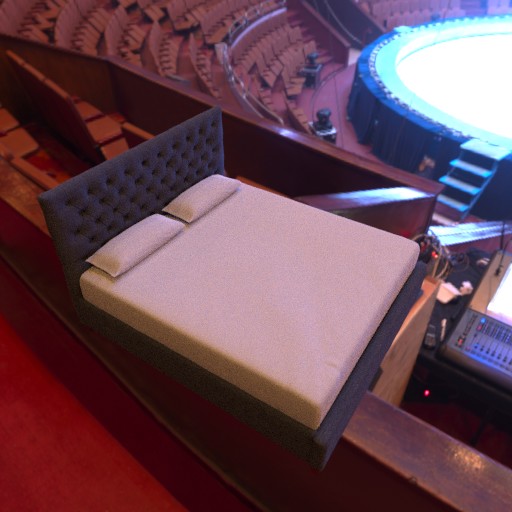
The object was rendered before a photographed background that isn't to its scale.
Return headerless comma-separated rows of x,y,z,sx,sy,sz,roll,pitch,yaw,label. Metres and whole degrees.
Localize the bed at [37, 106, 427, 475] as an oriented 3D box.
0.000,0.000,3.684,2.387,1.427,2.078,23,45,25,bed
